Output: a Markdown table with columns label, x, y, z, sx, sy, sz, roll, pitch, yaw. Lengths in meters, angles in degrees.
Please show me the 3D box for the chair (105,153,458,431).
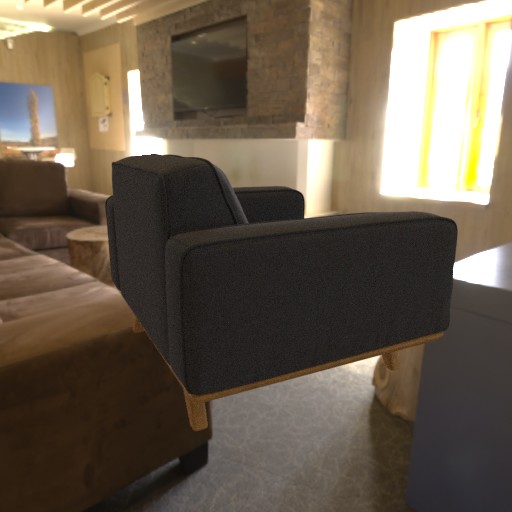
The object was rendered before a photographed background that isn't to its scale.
| label | x | y | z | sx | sy | sz | roll | pitch | yaw |
| --- | --- | --- | --- | --- | --- | --- | --- | --- | --- |
| chair | 0.000 | 0.000 | 1.737 | 0.953 | 0.783 | 1.118 | -7 | 16 | -26 |
